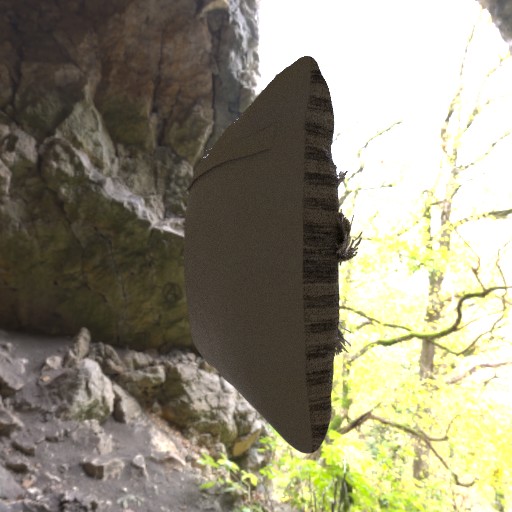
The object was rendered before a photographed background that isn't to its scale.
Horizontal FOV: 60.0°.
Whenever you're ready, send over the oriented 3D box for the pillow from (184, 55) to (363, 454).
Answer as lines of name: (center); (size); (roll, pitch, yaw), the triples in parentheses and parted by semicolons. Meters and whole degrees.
pillow: (0.000, 0.000, 0.765); (0.234, 0.490, 0.484); (0, -1, -19)
